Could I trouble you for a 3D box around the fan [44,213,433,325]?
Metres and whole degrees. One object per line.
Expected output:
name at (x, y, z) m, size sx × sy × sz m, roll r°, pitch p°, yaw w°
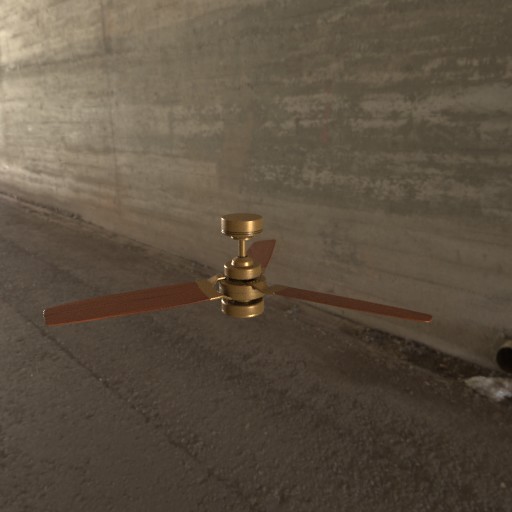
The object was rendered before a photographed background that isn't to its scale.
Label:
fan at (0.000, 0.000, 2.046) m, size 1.416 × 0.425 × 1.271 m, roll 2°, pitch 16°, yaw 8°
